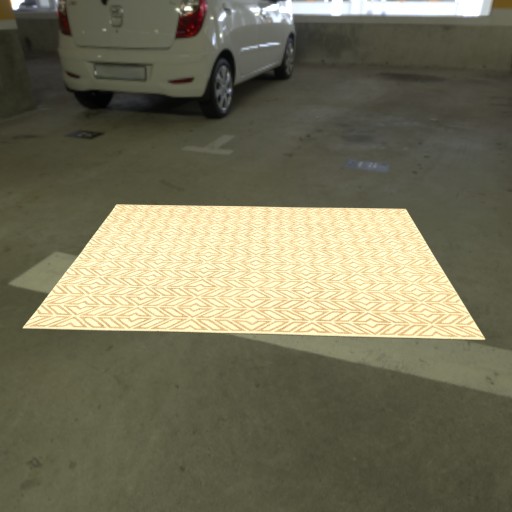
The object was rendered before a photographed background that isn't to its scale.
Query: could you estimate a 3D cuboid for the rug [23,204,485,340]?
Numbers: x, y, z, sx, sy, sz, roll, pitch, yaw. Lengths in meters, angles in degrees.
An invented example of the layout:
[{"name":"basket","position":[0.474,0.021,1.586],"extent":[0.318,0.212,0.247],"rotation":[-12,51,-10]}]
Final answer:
[{"name":"rug","position":[0.000,0.000,2.273],"extent":[1.828,0.007,1.220],"rotation":[1,30,2]}]
